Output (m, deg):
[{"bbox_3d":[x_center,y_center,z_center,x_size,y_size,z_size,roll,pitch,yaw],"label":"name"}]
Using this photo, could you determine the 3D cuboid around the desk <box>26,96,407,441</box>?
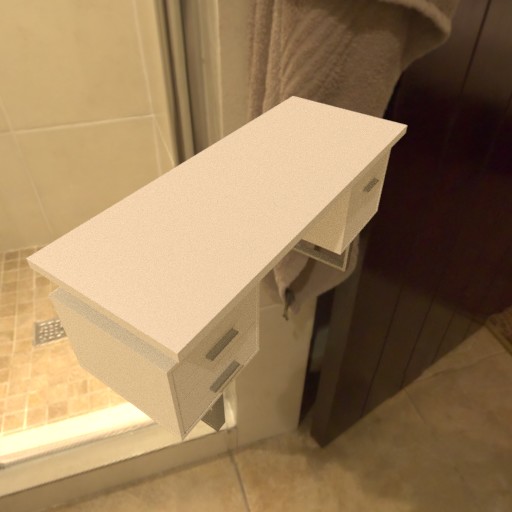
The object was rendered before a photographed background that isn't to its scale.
[{"bbox_3d":[0.000,0.000,1.912,0.603,0.773,1.530,25,47,25],"label":"desk"}]
